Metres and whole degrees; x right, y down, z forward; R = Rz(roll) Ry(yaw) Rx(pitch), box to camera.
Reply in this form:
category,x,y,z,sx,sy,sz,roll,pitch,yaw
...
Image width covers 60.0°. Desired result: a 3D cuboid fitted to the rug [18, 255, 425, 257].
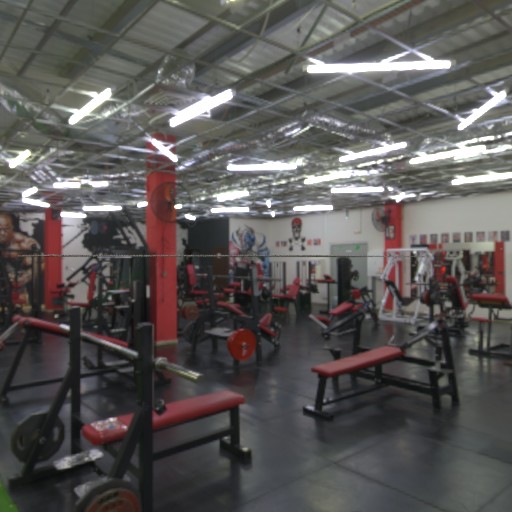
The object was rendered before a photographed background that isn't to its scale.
category,x,y,z,sx,sy,sz,roll,pitch,yaw
rug,0.000,0.000,2.541,2.335,0.013,0.697,0,0,-37
